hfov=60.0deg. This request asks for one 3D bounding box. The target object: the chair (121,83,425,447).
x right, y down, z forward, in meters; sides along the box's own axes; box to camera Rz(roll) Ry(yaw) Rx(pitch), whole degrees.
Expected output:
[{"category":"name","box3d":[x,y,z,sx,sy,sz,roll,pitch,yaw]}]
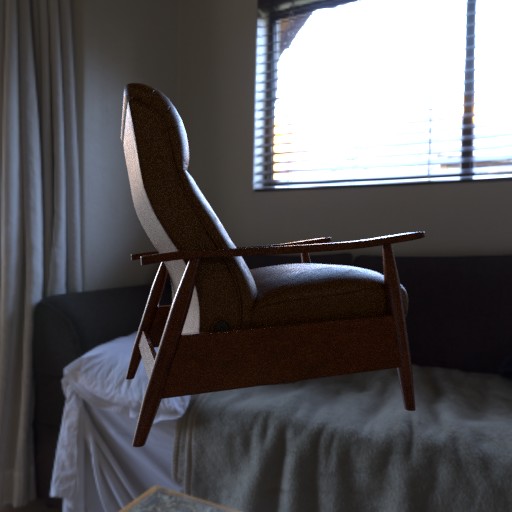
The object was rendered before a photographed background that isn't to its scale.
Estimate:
[{"category":"chair","box3d":[0.000,0.000,1.758,1.014,1.082,0.762,0,1,-18]}]
